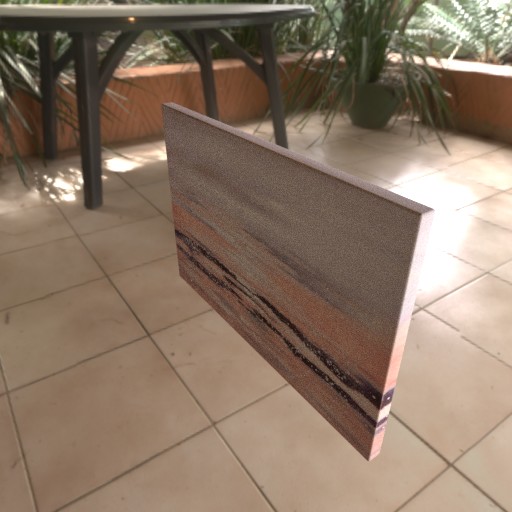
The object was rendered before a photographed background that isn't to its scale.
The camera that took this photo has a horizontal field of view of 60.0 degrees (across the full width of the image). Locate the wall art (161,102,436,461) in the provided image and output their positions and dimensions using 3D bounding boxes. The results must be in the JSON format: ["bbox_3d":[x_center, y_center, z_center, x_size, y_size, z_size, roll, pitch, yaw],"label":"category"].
[{"bbox_3d":[0.000,0.000,1.153,0.038,0.609,0.913,-20,37,-30],"label":"wall art"}]
